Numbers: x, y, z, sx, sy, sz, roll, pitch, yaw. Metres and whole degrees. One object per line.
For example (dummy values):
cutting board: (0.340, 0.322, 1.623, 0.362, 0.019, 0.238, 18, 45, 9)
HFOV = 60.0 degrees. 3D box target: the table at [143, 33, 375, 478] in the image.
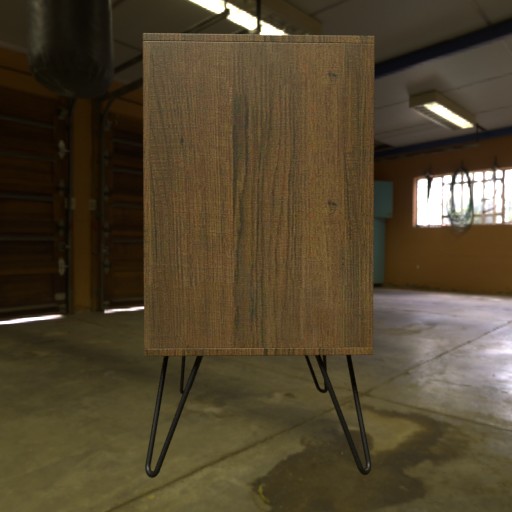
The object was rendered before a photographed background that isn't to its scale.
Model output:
table: (0.000, 0.000, 1.124, 0.457, 0.866, 0.526, 0, 1, -1)
